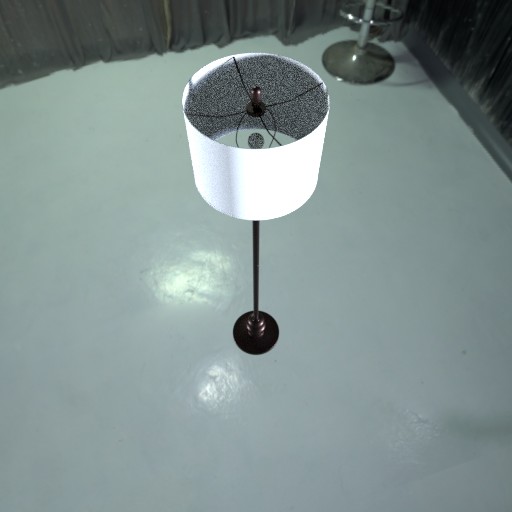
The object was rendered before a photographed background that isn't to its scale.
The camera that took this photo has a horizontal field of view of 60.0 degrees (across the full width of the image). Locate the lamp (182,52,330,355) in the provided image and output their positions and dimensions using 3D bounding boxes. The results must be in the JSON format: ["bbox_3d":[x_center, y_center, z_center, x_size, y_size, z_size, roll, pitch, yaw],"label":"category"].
[{"bbox_3d":[0.000,0.000,1.674,0.356,1.487,0.356,-17,59,-10],"label":"lamp"}]
